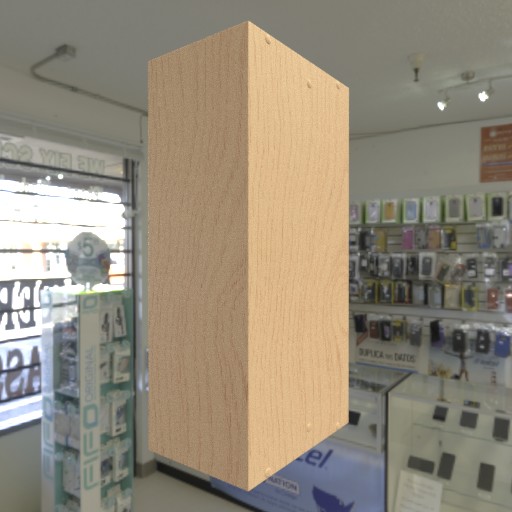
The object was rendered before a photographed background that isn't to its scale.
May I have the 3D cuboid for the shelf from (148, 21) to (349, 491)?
[{"bbox_3d":[0.000,0.000,0.739,0.200,0.600,0.290,0,0,37],"label":"shelf"}]
